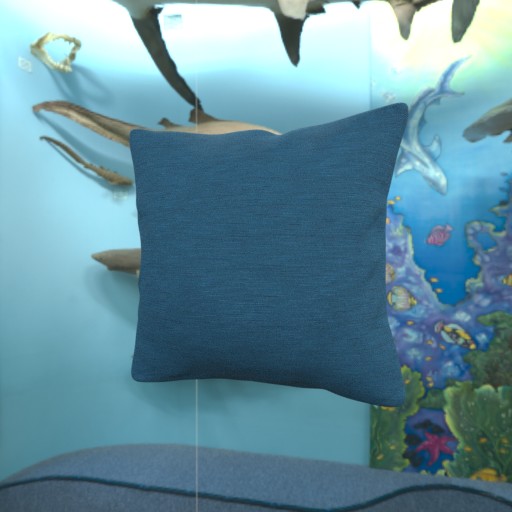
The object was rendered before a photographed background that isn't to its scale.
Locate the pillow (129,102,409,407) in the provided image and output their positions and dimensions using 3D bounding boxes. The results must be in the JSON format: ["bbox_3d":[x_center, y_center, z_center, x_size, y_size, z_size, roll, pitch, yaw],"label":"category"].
[{"bbox_3d":[0.000,0.000,0.672,0.437,0.420,0.177,0,0,17],"label":"pillow"}]
